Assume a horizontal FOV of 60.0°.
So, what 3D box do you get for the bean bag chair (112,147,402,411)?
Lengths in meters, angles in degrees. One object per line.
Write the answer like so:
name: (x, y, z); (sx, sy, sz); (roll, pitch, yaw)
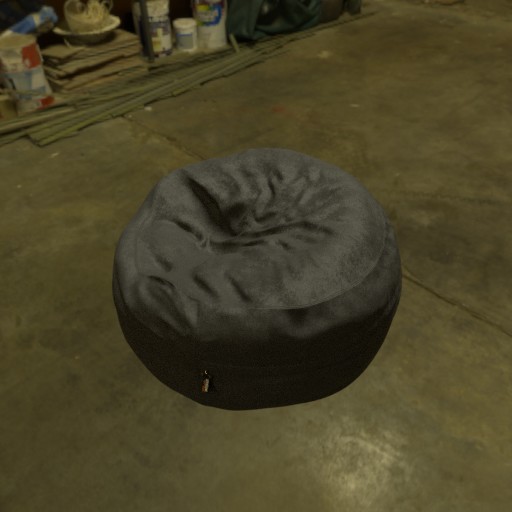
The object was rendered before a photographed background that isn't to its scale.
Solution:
bean bag chair: (0.000, 0.000, 2.389); (1.525, 0.751, 1.525); (0, 42, 0)
